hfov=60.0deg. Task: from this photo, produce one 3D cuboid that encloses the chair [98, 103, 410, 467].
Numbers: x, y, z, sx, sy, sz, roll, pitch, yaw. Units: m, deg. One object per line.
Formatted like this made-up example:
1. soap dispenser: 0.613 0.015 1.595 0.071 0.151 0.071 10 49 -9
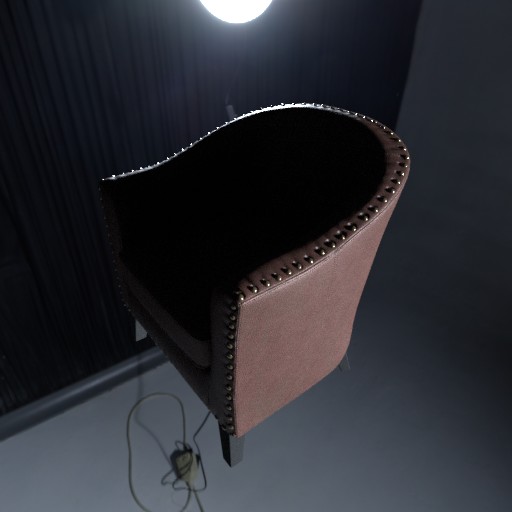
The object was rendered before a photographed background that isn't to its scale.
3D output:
1. chair: 0.000 0.000 1.436 0.748 0.823 0.794 -22 38 -31
